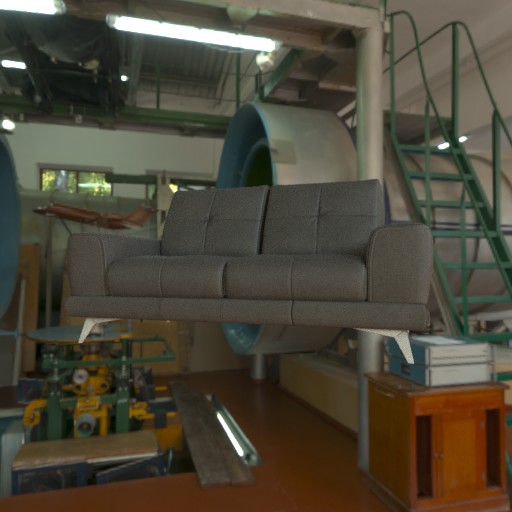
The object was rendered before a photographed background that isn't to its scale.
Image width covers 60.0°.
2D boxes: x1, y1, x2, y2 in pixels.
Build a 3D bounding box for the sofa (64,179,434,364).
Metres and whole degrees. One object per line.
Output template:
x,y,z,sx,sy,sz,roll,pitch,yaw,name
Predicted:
0.000,0.000,2.486,1.806,0.907,1.018,0,-2,18,sofa
